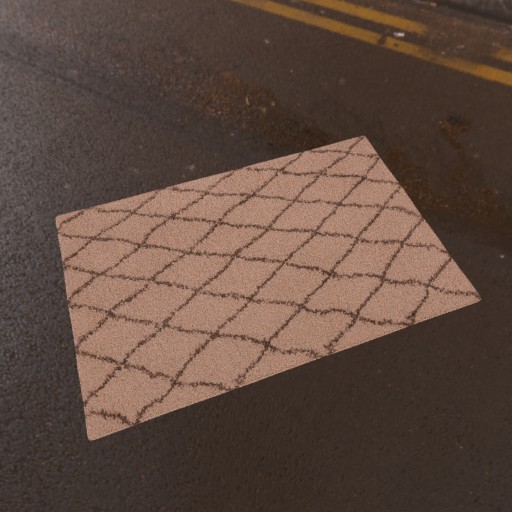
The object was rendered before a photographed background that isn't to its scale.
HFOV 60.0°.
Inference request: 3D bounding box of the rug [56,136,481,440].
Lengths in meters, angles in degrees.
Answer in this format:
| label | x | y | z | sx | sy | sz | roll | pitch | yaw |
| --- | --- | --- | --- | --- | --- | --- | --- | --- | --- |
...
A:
| label | x | y | z | sx | sy | sz | roll | pitch | yaw |
| --- | --- | --- | --- | --- | --- | --- | --- | --- | --- |
| rug | 0.000 | 0.000 | 3.319 | 2.743 | 0.030 | 1.778 | -17 | 59 | -11 |
